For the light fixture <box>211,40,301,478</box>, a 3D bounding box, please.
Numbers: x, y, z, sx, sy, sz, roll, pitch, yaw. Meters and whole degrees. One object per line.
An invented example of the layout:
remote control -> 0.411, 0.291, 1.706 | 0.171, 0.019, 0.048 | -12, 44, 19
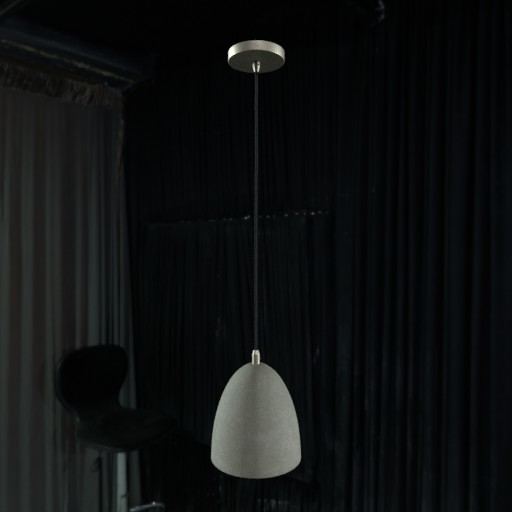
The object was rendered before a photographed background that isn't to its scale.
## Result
light fixture -> 0.000, 0.000, 0.837 | 0.170, 0.759, 0.170 | 1, 1, 35
